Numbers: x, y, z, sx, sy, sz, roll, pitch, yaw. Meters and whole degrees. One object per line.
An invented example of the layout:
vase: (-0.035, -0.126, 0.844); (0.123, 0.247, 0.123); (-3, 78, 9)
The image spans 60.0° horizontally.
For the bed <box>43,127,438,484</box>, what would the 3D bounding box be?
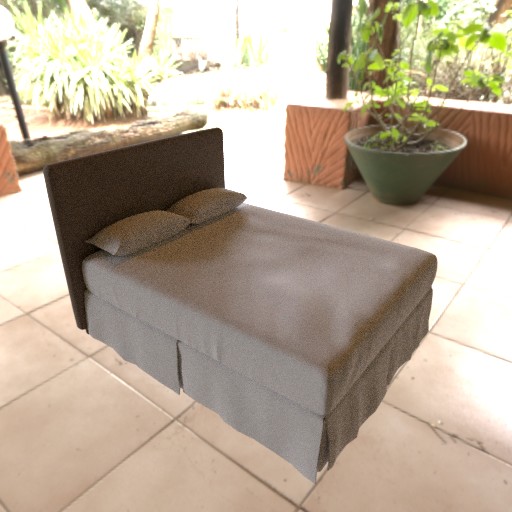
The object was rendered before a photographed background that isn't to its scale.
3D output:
bed: (0.000, 0.000, 3.104); (2.142, 1.330, 1.723); (19, 32, 33)
